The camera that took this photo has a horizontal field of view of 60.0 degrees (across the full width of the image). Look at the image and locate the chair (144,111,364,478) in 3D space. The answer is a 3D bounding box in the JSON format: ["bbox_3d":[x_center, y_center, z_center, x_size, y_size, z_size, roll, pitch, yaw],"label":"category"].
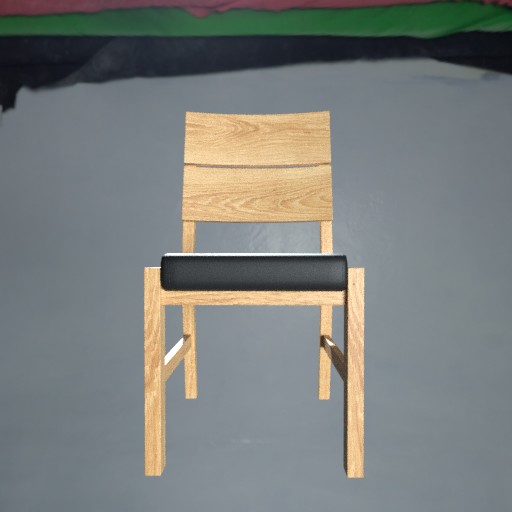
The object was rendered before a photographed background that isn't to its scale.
[{"bbox_3d":[0.000,0.000,1.229,0.475,0.950,0.569,0,1,1],"label":"chair"}]
